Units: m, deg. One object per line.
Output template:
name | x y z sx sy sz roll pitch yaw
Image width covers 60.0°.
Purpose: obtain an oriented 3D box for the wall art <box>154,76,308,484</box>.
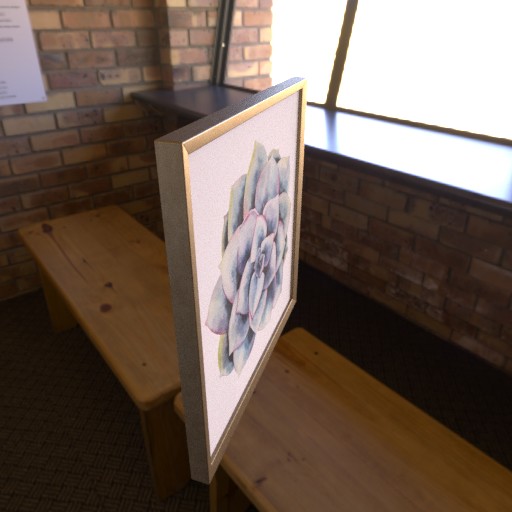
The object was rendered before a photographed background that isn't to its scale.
wall art | 0.000 0.000 0.745 0.030 0.506 0.503 10 30 17
